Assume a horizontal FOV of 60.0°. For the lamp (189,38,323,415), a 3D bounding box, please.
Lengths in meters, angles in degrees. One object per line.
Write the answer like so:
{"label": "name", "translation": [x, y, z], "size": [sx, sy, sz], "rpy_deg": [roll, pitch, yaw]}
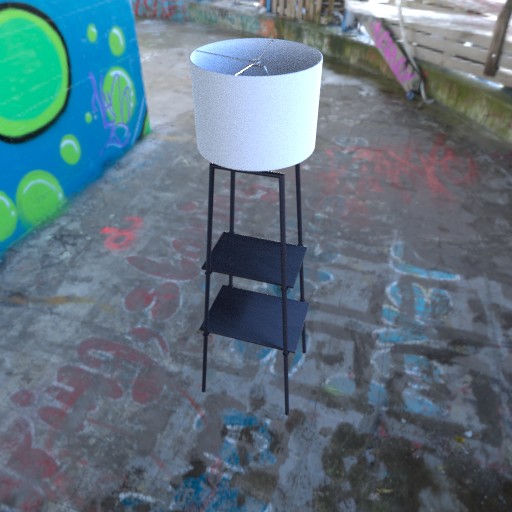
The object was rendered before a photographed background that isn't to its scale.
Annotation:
{"label": "lamp", "translation": [0.000, 0.000, 1.723], "size": [0.427, 1.474, 0.384], "rpy_deg": [11, 41, 13]}
